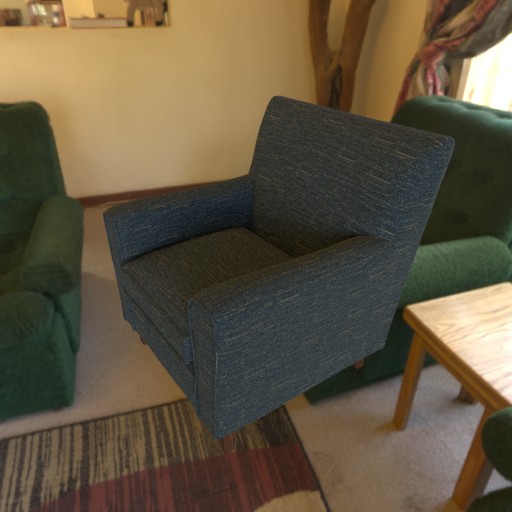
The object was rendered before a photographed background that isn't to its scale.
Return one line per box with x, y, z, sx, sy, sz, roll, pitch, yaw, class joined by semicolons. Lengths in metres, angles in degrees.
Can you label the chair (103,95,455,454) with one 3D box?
0.000;0.000;1.635;0.873;0.928;0.864;-20;35;-30;chair
